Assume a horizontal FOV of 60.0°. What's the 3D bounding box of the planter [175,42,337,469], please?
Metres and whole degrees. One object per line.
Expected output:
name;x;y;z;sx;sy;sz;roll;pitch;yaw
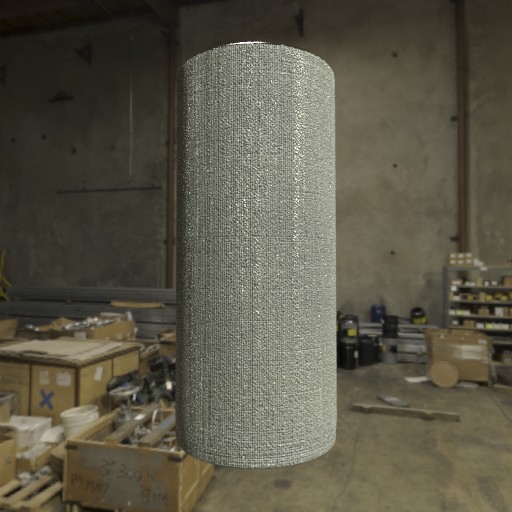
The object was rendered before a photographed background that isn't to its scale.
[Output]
planter;0.000;0.000;0.128;0.045;0.103;0.045;-1;-2;17
